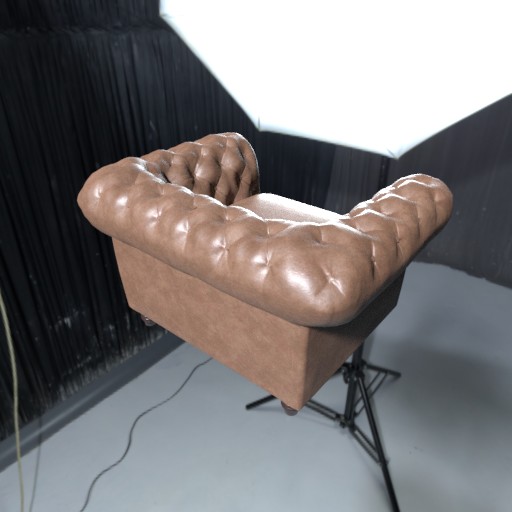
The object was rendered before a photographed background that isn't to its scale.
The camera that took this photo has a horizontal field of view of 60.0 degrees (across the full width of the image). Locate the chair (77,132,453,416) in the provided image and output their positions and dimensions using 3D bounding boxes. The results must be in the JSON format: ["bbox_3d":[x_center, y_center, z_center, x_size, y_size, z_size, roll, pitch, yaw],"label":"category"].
[{"bbox_3d":[0.000,0.000,1.925,1.298,0.784,0.954,22,37,33],"label":"chair"}]
